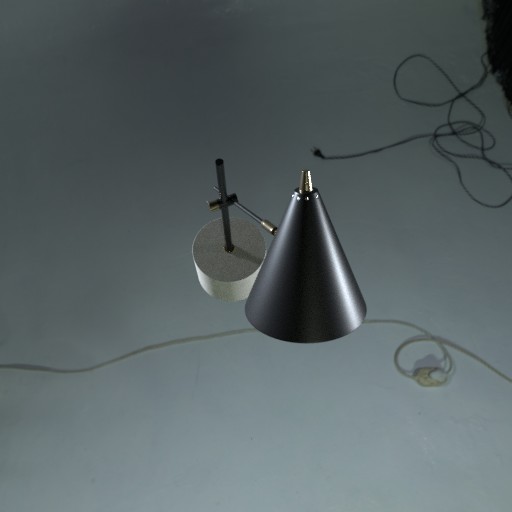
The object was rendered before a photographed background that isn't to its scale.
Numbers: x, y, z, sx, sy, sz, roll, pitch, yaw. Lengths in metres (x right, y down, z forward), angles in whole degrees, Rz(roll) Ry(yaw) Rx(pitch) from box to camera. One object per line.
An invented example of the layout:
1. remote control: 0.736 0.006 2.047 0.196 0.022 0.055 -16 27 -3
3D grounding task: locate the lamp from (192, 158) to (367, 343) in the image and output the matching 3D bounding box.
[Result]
1. lamp: 0.000 0.000 0.724 0.214 0.518 0.403 -12 64 -6
